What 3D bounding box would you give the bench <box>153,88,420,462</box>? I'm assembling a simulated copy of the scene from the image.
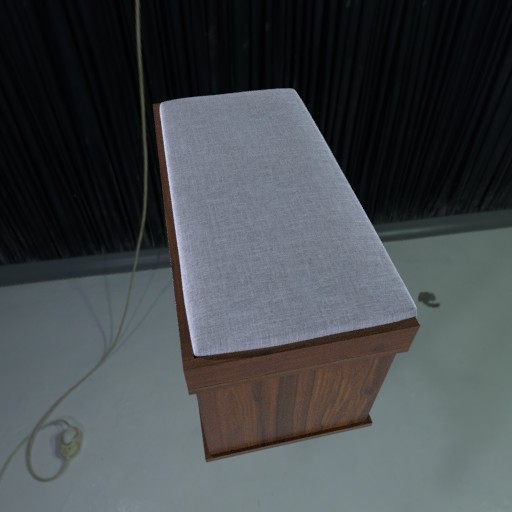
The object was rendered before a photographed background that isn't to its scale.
[{"bbox_3d":[0.000,0.000,1.022,0.362,0.461,0.734,-9,48,-8],"label":"bench"}]
